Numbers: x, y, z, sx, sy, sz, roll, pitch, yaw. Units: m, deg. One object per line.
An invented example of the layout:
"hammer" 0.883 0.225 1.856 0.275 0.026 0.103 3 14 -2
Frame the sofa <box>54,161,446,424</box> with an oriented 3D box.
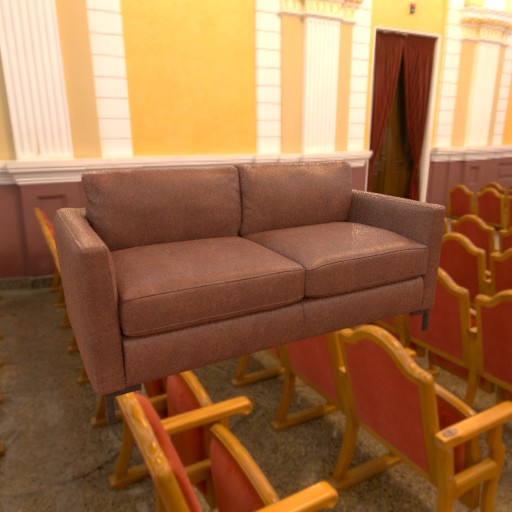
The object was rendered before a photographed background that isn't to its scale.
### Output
"sofa" 0.000 0.000 2.253 1.797 0.883 0.899 -9 18 -28
